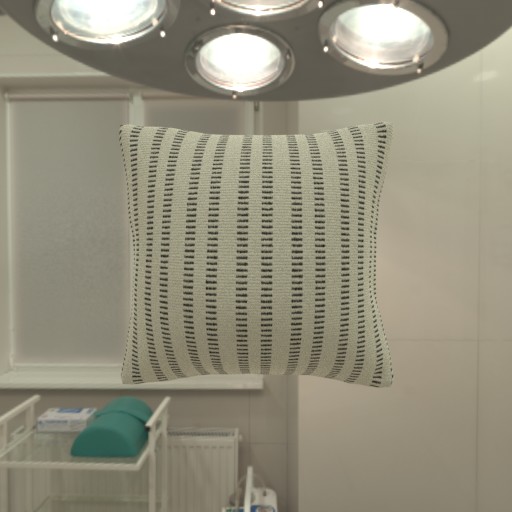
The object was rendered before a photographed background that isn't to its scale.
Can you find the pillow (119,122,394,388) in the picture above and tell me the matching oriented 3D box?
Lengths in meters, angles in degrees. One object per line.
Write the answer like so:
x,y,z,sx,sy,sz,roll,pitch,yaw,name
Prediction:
0.000,0.000,0.705,0.438,0.419,0.247,0,1,2,pillow
